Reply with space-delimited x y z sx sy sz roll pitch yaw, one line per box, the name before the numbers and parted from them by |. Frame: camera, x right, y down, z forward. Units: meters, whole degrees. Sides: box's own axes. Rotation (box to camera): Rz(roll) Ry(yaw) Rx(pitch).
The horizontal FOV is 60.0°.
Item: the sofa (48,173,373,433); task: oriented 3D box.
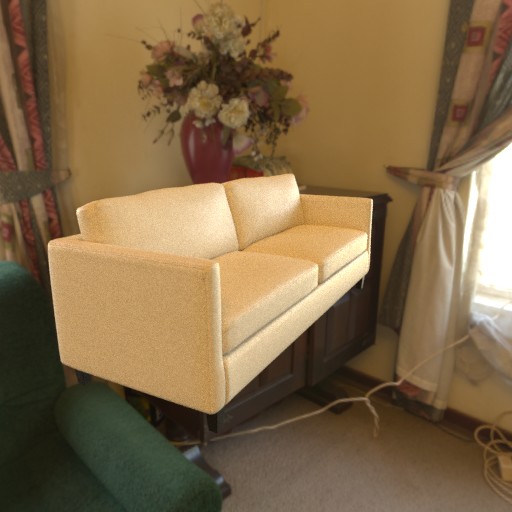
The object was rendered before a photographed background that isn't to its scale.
sofa | 0.000 0.000 2.936 0.948 0.965 2.434 8 16 28
